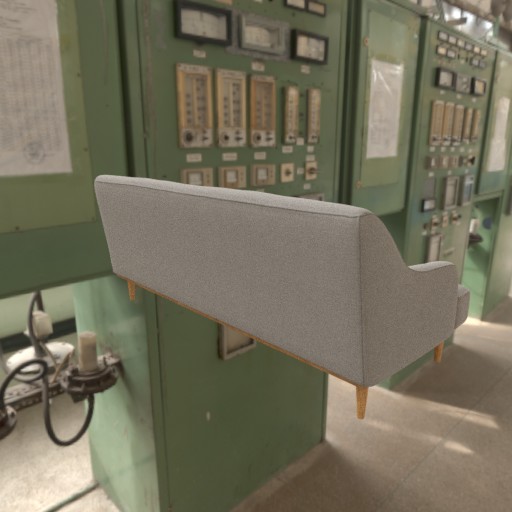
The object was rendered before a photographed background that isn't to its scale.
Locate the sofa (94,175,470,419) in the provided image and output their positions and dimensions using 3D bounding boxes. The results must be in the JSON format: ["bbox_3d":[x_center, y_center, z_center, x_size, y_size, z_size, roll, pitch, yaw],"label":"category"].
[{"bbox_3d":[0.000,0.000,2.522,0.978,0.871,2.057,-14,20,-42],"label":"sofa"}]
